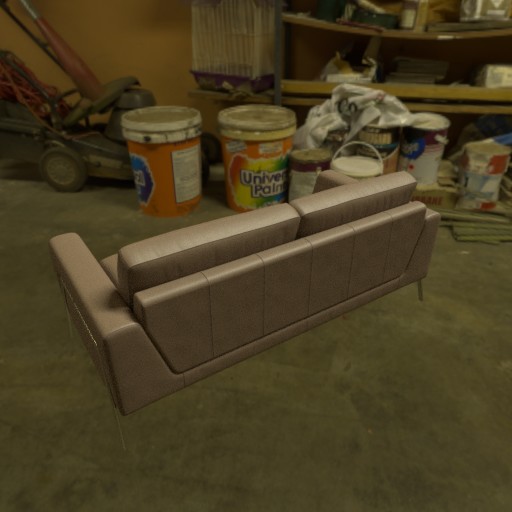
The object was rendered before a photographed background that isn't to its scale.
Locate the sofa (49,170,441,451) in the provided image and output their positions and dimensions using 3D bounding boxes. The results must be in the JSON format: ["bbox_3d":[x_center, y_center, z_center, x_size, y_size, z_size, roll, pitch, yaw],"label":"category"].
[{"bbox_3d":[0.000,0.000,2.536,2.017,0.875,0.953,-18,35,-29],"label":"sofa"}]
